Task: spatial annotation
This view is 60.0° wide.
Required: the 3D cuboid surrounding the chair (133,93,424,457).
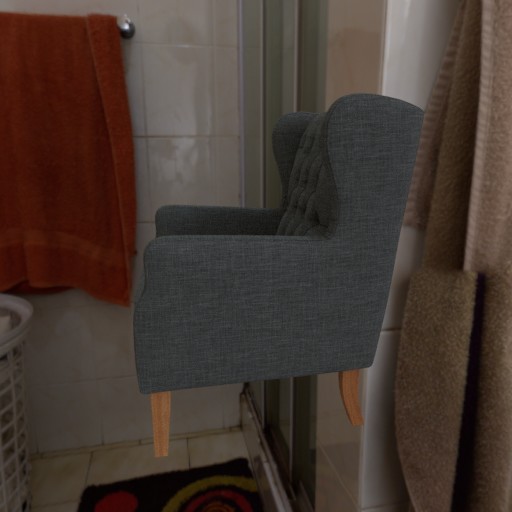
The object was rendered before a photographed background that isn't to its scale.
[{"bbox_3d":[0.000,0.000,1.456,0.775,0.953,0.711,-2,14,-10],"label":"chair"}]
